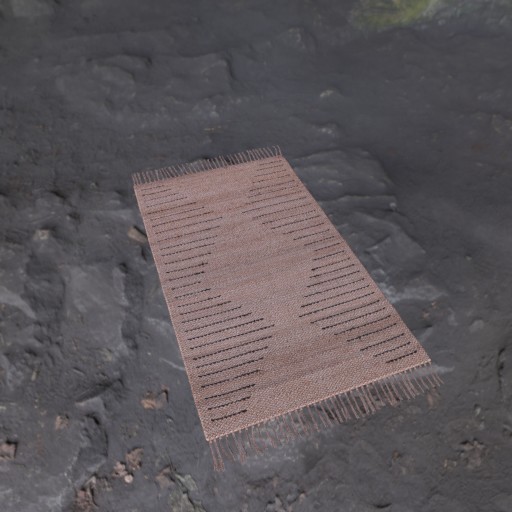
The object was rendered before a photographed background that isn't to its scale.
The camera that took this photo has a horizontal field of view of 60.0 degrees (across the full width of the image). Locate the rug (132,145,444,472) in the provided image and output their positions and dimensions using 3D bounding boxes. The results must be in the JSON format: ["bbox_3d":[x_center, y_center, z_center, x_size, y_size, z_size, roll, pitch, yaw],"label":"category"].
[{"bbox_3d":[0.000,0.000,2.070,0.905,0.017,1.718,-15,48,-14],"label":"rug"}]
